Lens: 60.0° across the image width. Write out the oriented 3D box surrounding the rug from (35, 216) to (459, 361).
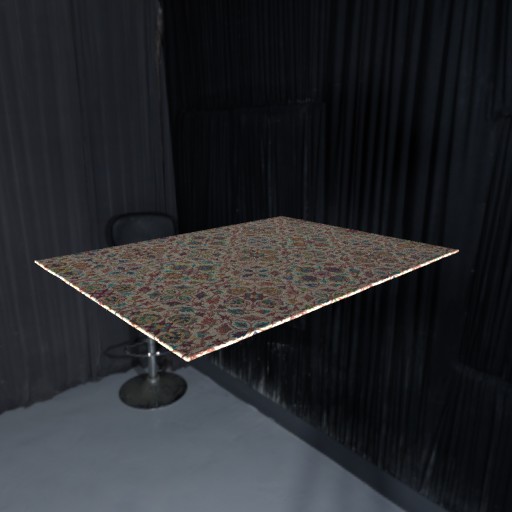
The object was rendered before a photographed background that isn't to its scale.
[{"bbox_3d":[0.000,0.000,4.201,3.215,0.020,2.446,-14,21,-41],"label":"rug"}]
